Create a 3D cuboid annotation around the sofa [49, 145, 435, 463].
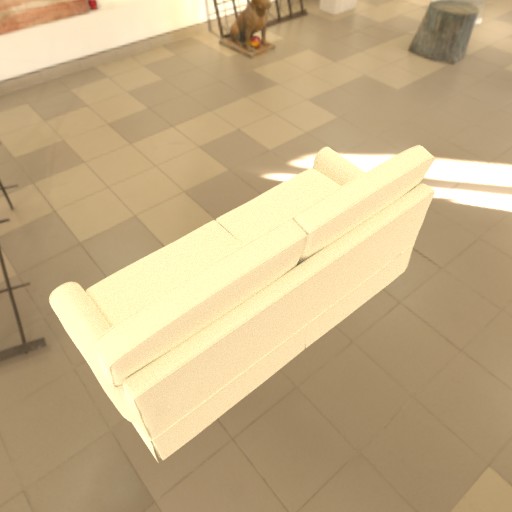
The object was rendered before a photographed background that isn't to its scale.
[{"bbox_3d":[0.000,0.000,2.453,2.021,0.937,0.862,-32,55,-26],"label":"sofa"}]
